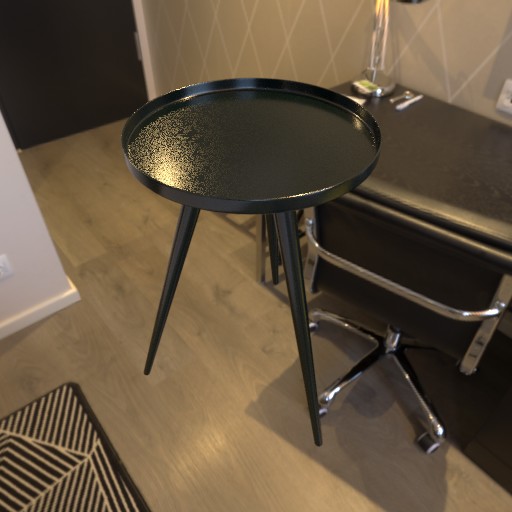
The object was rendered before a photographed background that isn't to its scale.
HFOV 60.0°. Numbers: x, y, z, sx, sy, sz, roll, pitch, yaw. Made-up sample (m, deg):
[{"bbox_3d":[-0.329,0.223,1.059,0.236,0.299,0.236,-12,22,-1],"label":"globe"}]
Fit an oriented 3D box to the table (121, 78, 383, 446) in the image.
[{"bbox_3d":[0.000,0.000,0.839,0.403,0.548,0.415,14,44,15],"label":"table"}]
